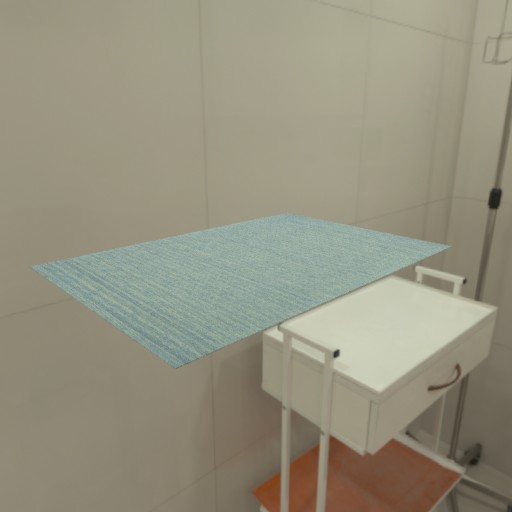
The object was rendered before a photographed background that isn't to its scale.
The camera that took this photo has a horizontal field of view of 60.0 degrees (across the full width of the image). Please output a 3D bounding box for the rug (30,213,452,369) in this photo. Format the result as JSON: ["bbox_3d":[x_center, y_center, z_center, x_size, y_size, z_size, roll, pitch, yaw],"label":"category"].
[{"bbox_3d":[0.000,0.000,3.656,2.895,0.006,1.982,-16,23,-41],"label":"rug"}]
